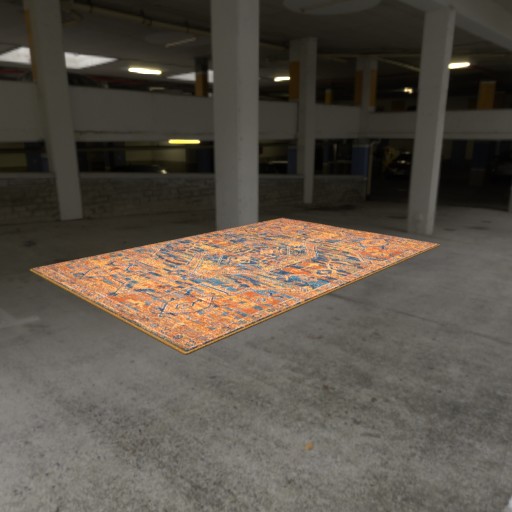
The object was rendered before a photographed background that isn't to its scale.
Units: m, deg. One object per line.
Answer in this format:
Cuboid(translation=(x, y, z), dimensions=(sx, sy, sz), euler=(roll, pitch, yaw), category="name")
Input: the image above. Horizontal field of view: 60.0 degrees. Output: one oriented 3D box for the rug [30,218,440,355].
Cuboid(translation=(0.000, 0.000, 2.225), dimensions=(1.148, 0.013, 1.758), euler=(14, 21, 42), category="rug")
